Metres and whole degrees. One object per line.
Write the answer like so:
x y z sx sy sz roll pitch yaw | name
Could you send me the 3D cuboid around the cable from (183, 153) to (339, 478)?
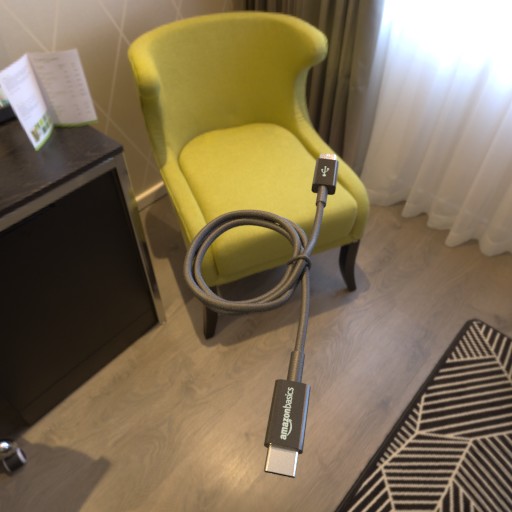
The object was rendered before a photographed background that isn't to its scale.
0.000 0.000 0.218 0.070 0.014 0.192 8 48 7 | cable
